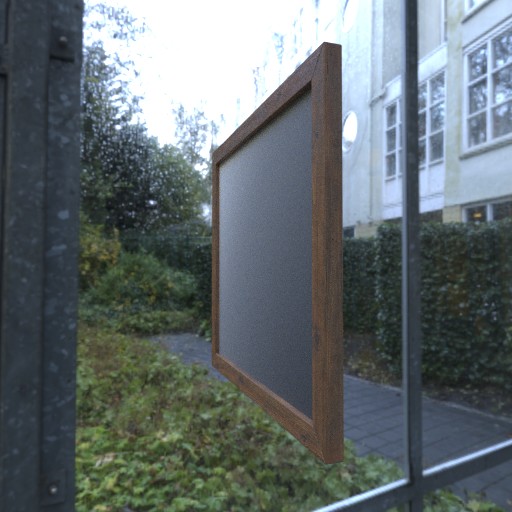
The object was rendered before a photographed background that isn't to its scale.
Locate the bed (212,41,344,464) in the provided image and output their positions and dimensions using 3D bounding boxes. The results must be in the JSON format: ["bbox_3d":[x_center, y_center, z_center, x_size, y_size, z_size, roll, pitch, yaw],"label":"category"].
[{"bbox_3d":[0.000,0.000,1.483,0.046,0.942,1.046,0,-1,-19],"label":"bed"}]
